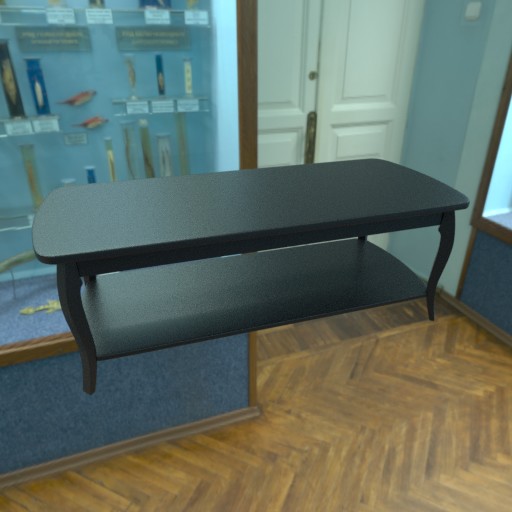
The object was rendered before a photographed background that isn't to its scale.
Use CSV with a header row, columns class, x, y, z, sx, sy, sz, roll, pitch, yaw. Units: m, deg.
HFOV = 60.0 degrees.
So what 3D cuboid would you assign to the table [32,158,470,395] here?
class,x,y,z,sx,sy,sz,roll,pitch,yaw
table,0.000,0.000,1.551,1.333,0.457,0.571,-8,28,-16
